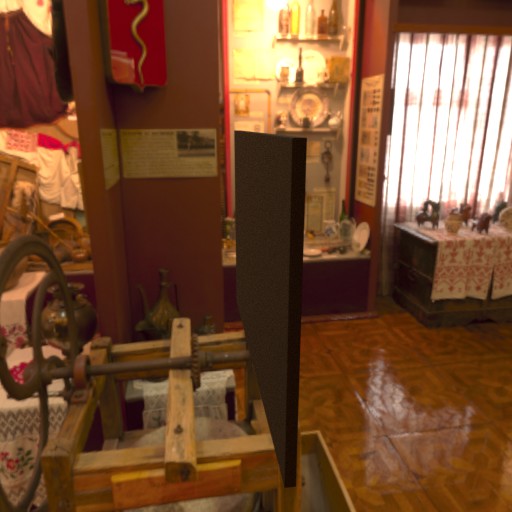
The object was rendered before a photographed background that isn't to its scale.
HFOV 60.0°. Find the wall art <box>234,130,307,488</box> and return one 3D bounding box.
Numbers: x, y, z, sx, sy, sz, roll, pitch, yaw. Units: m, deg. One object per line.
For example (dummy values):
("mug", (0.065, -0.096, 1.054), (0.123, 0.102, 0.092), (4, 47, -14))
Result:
("wall art", (0.000, 0.000, 1.223), (0.026, 0.656, 0.958), (-2, 17, -7))
